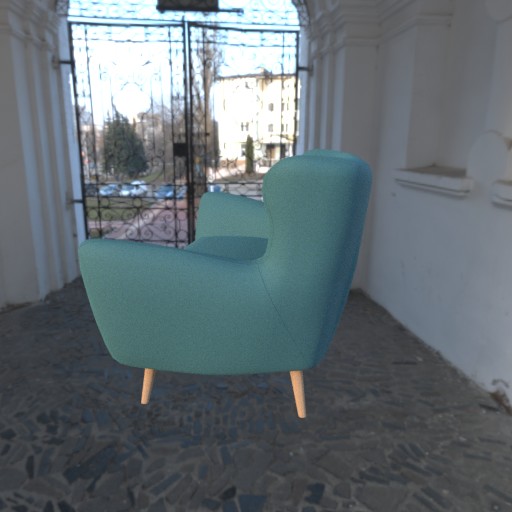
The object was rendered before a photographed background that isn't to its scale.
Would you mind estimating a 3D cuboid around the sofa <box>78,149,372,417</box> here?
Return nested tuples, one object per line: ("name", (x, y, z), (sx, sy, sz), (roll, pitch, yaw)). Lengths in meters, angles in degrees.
("sofa", (0.000, 0.000, 1.927), (0.889, 0.889, 1.397), (2, 15, 9))
